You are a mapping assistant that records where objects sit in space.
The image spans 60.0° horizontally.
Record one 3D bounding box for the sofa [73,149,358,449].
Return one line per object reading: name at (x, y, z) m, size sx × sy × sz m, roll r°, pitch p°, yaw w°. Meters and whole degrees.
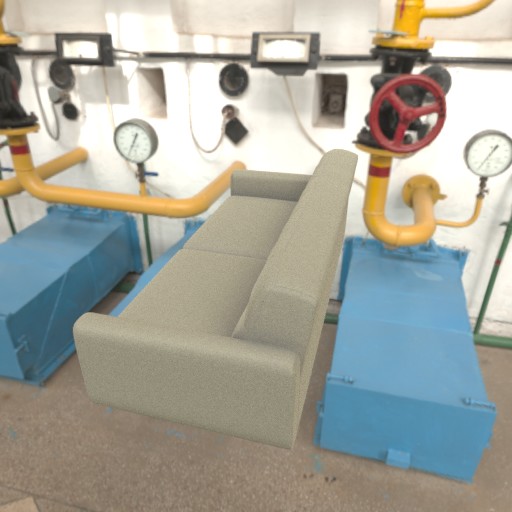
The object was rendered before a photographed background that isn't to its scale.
sofa at (0.000, 0.000, 2.641) m, size 0.980 × 0.892 × 2.137 m, roll 8°, pitch 30°, yaw 14°
